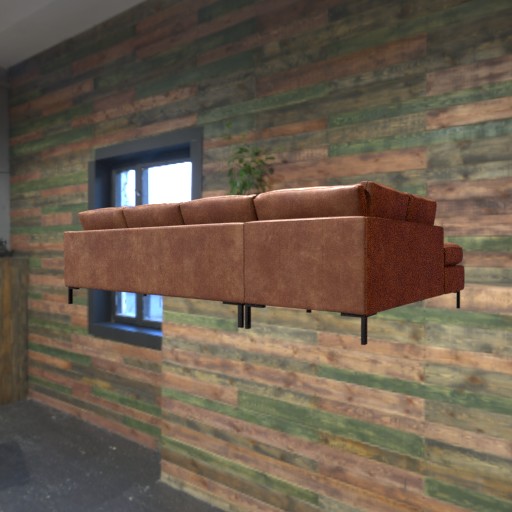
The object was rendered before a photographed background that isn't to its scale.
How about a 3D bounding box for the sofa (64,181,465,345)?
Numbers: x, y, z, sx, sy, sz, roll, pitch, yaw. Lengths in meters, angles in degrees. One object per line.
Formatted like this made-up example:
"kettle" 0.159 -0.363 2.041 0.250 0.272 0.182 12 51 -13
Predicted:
"sofa" 0.000 0.000 3.902 2.984 0.877 1.938 1 1 38
